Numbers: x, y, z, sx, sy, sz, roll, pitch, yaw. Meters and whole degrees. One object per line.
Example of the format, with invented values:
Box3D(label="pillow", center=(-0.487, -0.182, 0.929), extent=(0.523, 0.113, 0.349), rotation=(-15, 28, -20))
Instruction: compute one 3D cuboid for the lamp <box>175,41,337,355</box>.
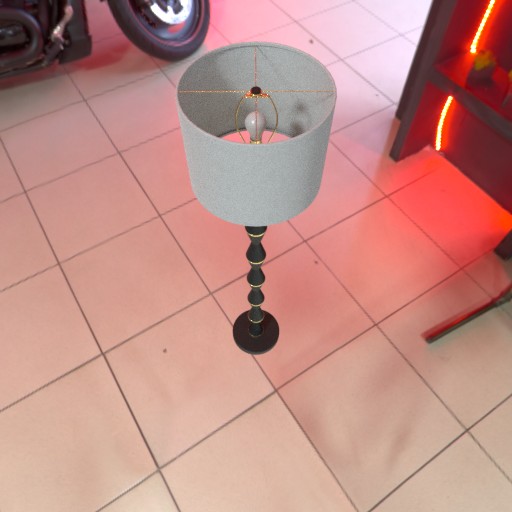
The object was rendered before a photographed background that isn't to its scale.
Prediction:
Box3D(label="lamp", center=(0.000, 0.000, 1.671), extent=(0.381, 1.480, 0.381), rotation=(0, 58, 0))
